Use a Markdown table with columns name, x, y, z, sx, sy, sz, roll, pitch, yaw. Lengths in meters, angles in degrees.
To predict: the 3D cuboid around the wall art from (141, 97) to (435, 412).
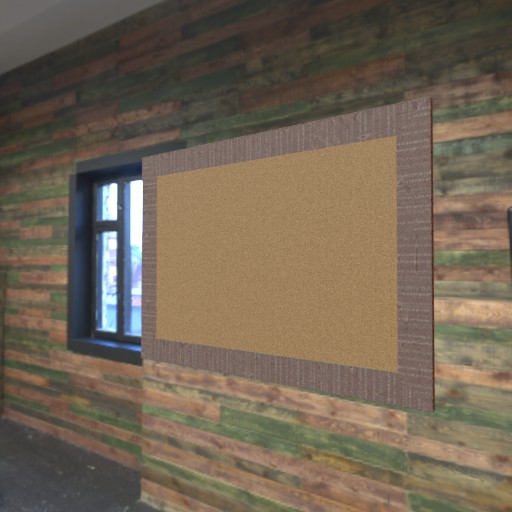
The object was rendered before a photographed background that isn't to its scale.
| name | x | y | z | sx | sy | sz | roll | pitch | yaw |
| --- | --- | --- | --- | --- | --- | --- | --- | --- | --- |
| wall art | 0.000 | 0.000 | 1.382 | 1.056 | 0.761 | 0.020 | -1 | -1 | 36 |
